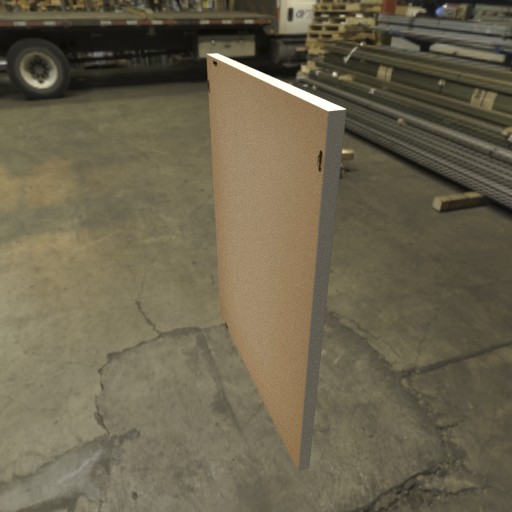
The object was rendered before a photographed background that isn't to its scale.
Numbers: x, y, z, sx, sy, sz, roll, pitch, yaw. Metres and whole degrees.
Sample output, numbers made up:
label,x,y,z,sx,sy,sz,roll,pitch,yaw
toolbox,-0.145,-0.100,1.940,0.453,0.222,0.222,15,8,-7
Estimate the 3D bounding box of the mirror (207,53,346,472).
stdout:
label,x,y,z,sx,sy,sz,roll,pitch,yaw
mirror,0.000,0.000,1.319,0.040,1.016,0.762,-11,33,-18
